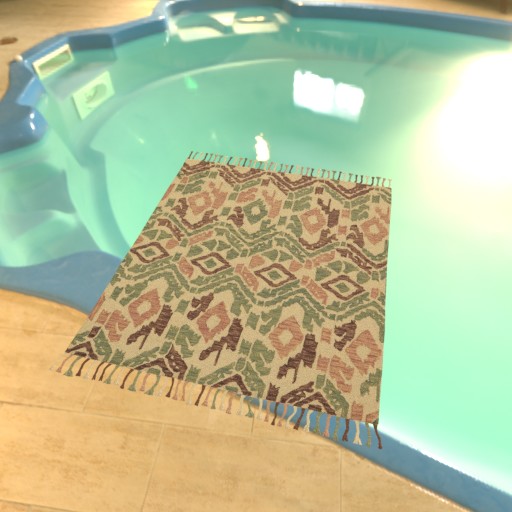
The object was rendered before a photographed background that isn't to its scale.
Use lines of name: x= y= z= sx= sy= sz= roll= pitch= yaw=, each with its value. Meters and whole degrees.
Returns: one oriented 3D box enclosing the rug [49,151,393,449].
rug: x=0.000 y=0.000 z=4.112 sx=2.438 sy=0.010 sz=3.048 roll=10 pitch=47 yaw=10
